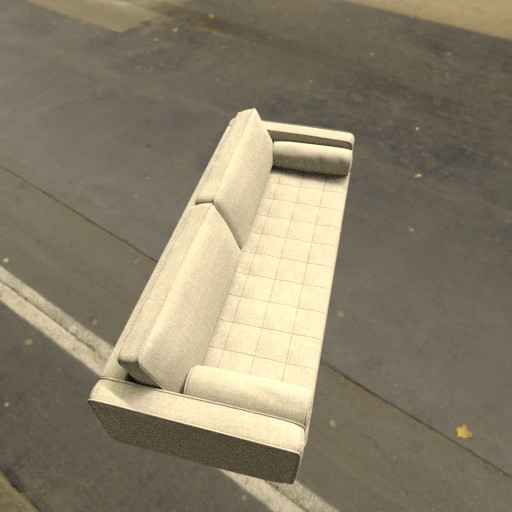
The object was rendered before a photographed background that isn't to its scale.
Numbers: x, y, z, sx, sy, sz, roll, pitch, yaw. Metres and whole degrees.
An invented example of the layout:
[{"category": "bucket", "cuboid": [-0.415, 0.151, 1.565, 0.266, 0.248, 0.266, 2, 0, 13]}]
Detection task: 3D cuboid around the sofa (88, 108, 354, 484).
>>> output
[{"category": "sofa", "cuboid": [0.000, 0.000, 2.566, 0.914, 0.762, 2.211, 10, 49, 9]}]
